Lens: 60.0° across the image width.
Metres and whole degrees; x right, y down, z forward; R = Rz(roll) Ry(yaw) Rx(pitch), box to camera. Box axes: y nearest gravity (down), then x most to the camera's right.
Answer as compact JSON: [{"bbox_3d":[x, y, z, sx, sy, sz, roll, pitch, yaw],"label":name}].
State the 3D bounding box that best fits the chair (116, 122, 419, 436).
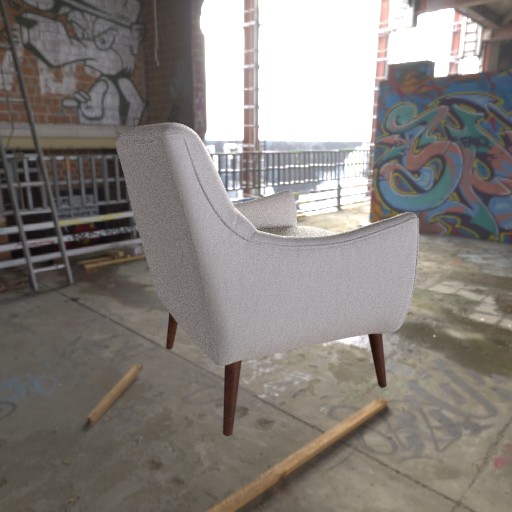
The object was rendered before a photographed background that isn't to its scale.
[{"bbox_3d":[0.000,0.000,1.489,0.787,0.838,0.762,-7,16,-26],"label":"chair"}]
